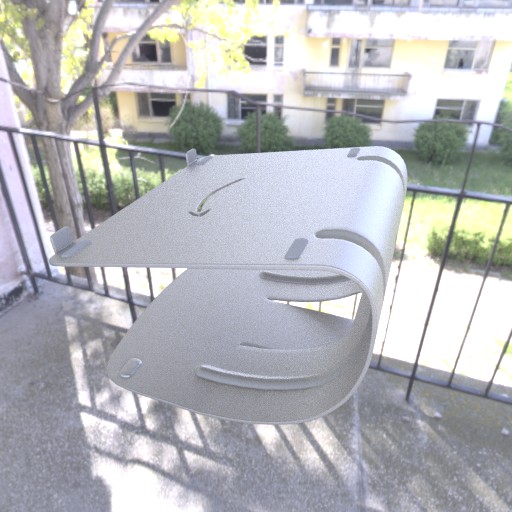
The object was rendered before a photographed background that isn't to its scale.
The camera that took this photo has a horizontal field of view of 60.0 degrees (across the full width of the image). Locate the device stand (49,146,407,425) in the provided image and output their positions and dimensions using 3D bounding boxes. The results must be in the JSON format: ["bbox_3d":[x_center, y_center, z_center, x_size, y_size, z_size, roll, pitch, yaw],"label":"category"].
[{"bbox_3d":[0.000,0.000,0.405,0.236,0.155,0.256,11,32,17],"label":"device stand"}]
